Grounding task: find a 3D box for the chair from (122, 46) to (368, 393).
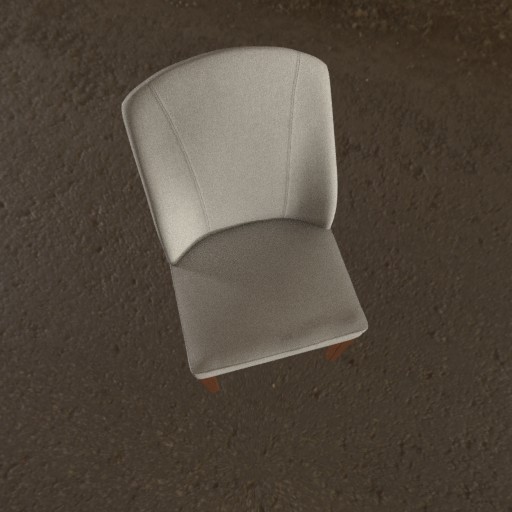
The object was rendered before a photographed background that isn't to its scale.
[{"bbox_3d":[0.000,0.000,1.197,0.472,0.893,0.540,-13,66,-6],"label":"chair"}]
